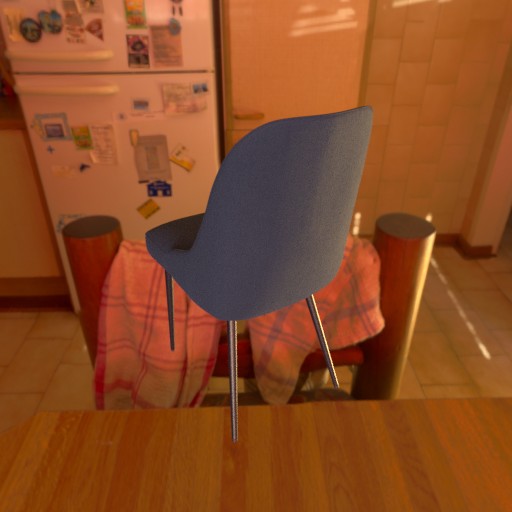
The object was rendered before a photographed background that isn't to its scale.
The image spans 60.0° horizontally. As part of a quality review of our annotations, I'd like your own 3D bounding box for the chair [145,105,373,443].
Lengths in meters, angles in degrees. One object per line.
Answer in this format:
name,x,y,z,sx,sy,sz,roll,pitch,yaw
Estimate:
chair,0.000,0.000,1.252,0.478,0.896,0.559,-18,35,-27
